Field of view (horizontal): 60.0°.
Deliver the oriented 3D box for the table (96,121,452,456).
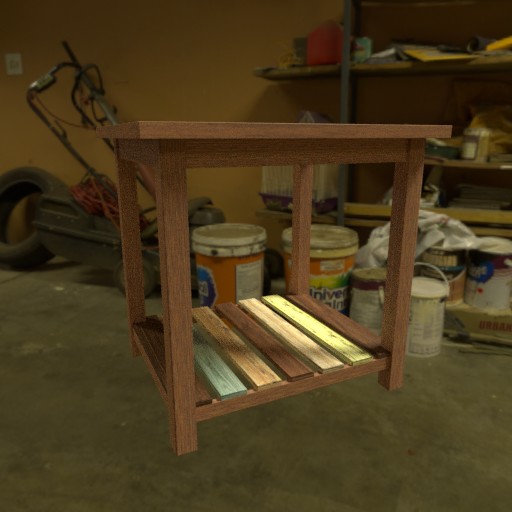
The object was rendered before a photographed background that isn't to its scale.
[{"bbox_3d":[0.000,0.000,1.134,0.660,0.635,0.559,-7,17,-25],"label":"table"}]
